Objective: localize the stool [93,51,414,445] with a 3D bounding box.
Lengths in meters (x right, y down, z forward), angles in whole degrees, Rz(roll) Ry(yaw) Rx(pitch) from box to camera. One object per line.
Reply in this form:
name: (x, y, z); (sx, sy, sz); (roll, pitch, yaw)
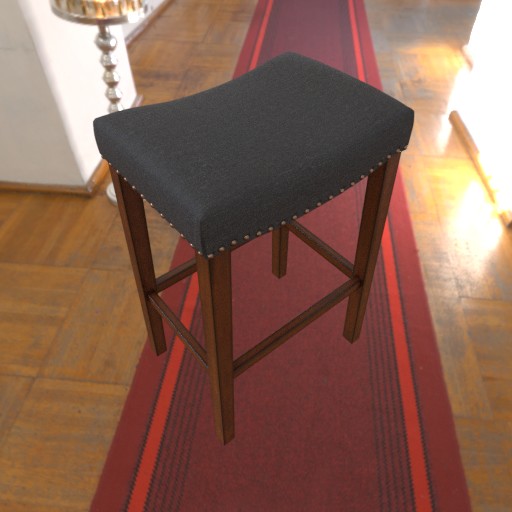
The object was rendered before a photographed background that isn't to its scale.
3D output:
stool: (0.000, 0.000, 1.047); (0.502, 0.760, 0.366); (-31, 54, -26)
